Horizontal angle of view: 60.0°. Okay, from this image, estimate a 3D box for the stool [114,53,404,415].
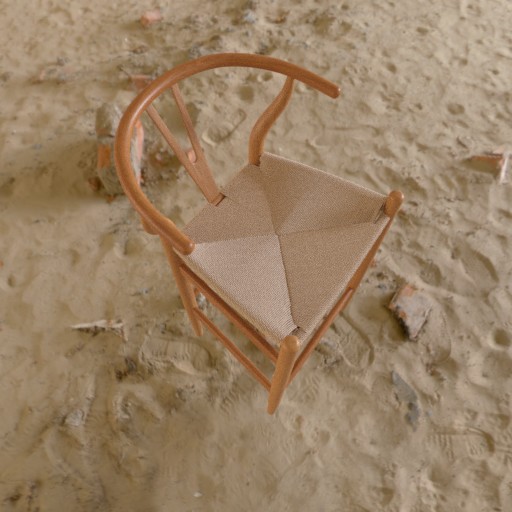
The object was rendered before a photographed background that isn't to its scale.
[{"bbox_3d":[0.000,0.000,1.317,0.579,0.970,0.569,32,64,18],"label":"stool"}]
